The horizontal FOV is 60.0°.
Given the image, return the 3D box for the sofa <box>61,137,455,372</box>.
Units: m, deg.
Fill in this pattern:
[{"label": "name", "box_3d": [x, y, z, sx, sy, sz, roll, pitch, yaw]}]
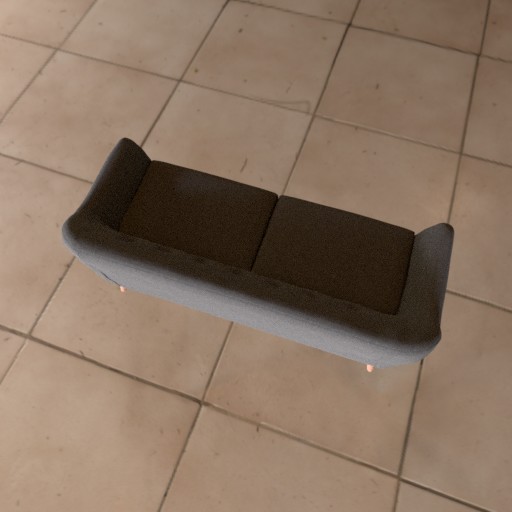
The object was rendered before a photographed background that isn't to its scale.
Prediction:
[{"label": "sofa", "box_3d": [0.000, 0.000, 2.297, 1.840, 0.820, 0.820, 17, 65, 8]}]
